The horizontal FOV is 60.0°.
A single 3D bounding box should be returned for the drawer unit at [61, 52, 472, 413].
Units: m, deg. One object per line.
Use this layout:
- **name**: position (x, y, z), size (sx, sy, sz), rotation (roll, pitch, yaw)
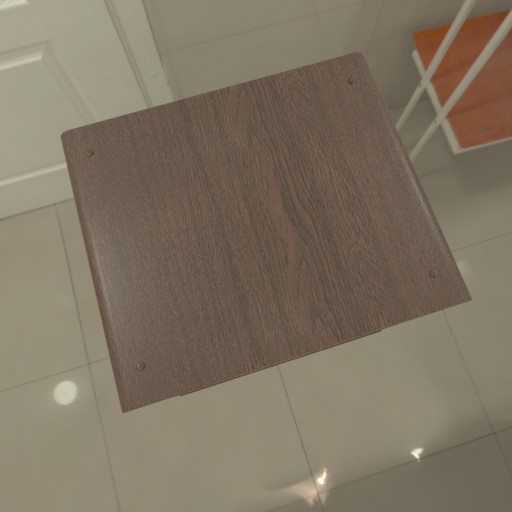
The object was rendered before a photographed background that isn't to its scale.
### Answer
- **drawer unit**: position (0.000, 0.000, 0.603), size (0.344, 0.344, 0.290), rotation (-17, 76, -4)
